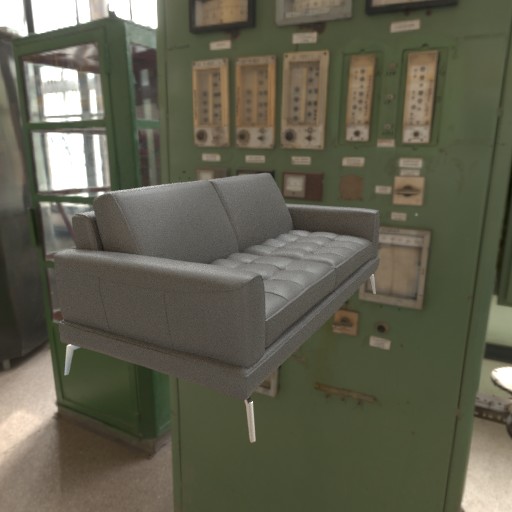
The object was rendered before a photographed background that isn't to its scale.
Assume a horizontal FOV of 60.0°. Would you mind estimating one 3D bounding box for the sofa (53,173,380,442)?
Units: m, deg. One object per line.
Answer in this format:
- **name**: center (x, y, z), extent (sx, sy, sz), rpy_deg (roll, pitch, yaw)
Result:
- **sofa**: center (0.000, 0.000, 2.790), extent (1.121, 0.930, 2.177), rpy_deg (8, 16, 28)
